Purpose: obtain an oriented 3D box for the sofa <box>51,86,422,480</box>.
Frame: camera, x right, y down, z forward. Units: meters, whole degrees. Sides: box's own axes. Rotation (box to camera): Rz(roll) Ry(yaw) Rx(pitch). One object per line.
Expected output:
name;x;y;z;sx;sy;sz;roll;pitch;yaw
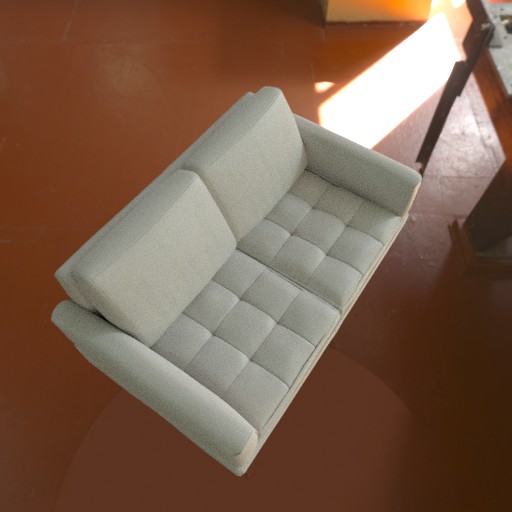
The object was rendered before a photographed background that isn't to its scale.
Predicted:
sofa;0.000;0.000;2.368;1.121;0.930;1.819;31;64;17
